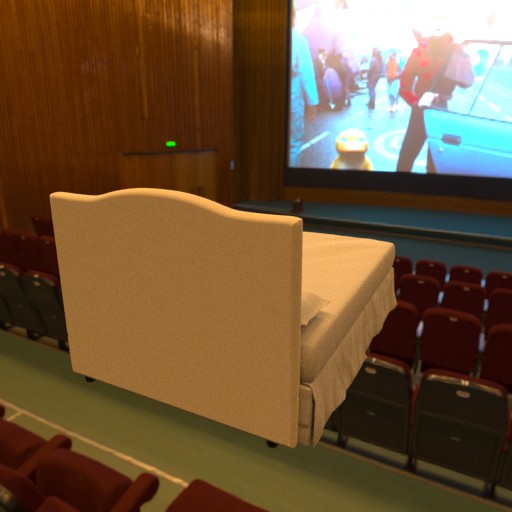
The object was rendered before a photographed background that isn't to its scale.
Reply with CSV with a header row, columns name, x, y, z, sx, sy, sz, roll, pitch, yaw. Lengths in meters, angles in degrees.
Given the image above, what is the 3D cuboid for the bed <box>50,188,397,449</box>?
name,x,y,z,sx,sy,sz,roll,pitch,yaw
bed,0.000,0.000,3.673,1.977,1.437,2.477,9,19,26
